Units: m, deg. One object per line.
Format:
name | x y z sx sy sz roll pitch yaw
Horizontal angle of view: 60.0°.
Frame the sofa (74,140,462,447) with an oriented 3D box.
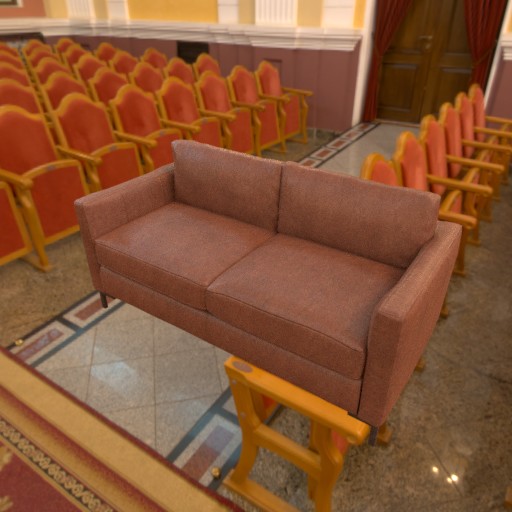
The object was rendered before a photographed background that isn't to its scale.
sofa | 0.000 0.000 2.305 1.797 0.883 0.899 19 35 29
